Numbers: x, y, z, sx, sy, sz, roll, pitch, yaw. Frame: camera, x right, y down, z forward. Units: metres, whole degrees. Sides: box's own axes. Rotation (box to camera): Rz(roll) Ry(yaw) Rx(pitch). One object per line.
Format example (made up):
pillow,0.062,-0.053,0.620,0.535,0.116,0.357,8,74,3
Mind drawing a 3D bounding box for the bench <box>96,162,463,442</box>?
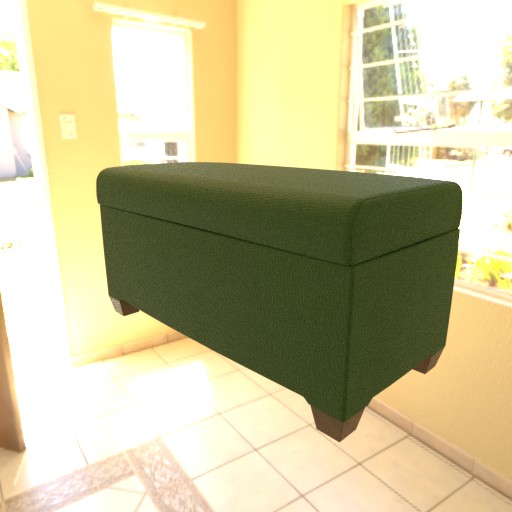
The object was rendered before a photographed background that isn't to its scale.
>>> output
bench,0.000,0.000,1.284,0.505,0.501,0.989,-15,21,-42
